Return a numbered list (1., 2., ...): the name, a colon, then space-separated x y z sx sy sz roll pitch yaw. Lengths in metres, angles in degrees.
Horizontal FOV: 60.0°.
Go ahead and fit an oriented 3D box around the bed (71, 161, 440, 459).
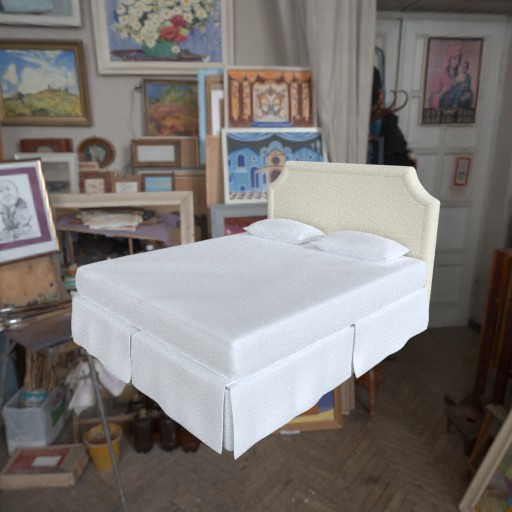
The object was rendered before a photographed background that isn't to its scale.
1. bed: 0.000 0.000 4.145 2.773 1.590 2.350 -14 21 -43
